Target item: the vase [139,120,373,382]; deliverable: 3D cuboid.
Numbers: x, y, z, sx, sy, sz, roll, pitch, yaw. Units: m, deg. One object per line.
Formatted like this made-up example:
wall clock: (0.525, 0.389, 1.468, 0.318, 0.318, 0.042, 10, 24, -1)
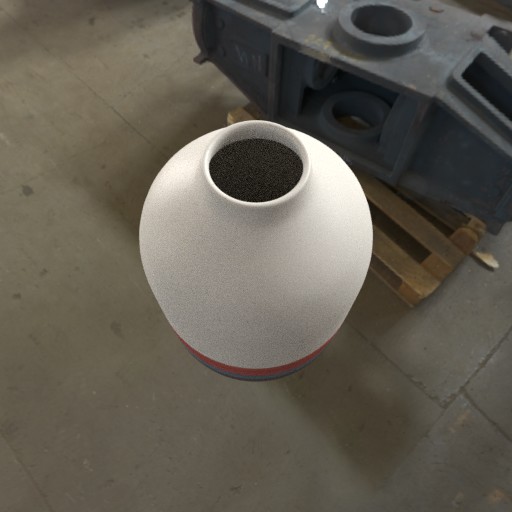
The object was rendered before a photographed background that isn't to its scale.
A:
vase: (0.000, 0.000, 0.357, 0.169, 0.237, 0.169, 0, 63, 0)
